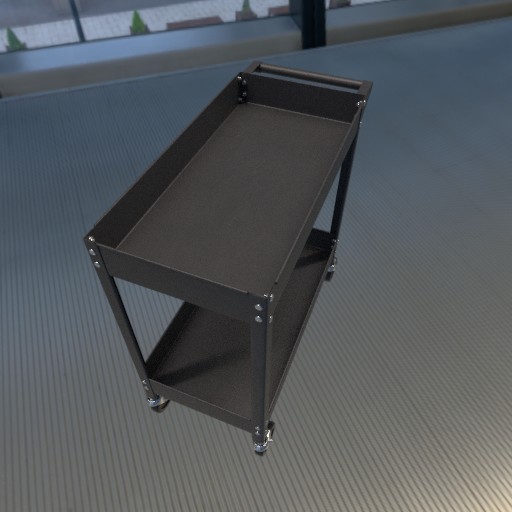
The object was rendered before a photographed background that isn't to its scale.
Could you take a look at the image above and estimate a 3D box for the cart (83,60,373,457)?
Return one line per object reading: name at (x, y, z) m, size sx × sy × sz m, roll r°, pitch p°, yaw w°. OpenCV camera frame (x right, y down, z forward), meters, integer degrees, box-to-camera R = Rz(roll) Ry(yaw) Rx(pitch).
cart at (0.000, 0.000, 1.204) m, size 0.366 × 0.719 × 0.779 m, roll 17°, pitch 50°, yaw 15°
